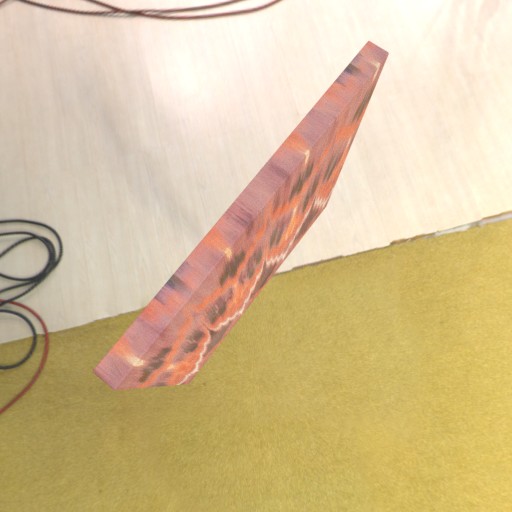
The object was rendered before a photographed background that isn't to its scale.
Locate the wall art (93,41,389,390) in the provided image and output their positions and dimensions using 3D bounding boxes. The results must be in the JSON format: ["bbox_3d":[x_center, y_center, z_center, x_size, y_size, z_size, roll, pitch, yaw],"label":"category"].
[{"bbox_3d":[0.000,0.000,0.888,0.037,0.609,0.603,36,78,9],"label":"wall art"}]
